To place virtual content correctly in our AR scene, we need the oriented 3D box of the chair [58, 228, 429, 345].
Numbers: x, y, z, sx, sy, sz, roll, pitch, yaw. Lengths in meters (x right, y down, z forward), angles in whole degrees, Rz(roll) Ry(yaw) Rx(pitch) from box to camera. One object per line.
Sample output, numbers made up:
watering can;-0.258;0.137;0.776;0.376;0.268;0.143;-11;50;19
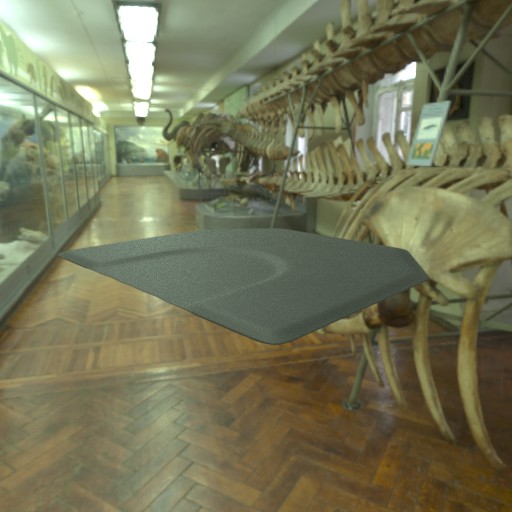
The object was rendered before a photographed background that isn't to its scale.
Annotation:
chair;0.000;0.000;1.945;1.219;0.024;1.372;-13;19;-43
